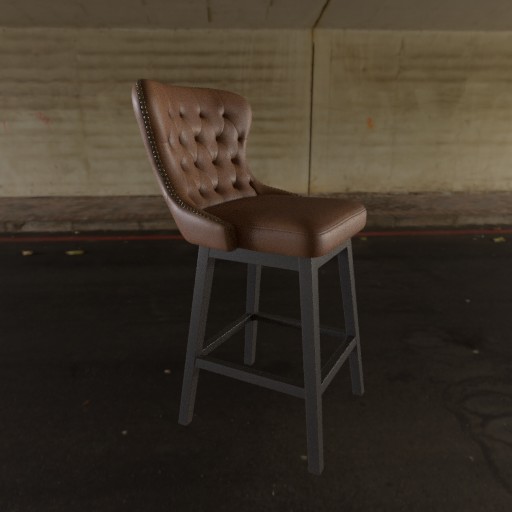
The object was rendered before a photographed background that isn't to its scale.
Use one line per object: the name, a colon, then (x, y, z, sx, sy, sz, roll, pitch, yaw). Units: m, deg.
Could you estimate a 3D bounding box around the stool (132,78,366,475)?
stool: (0.000, 0.000, 1.304, 0.593, 0.971, 0.528, 8, 18, 27)
